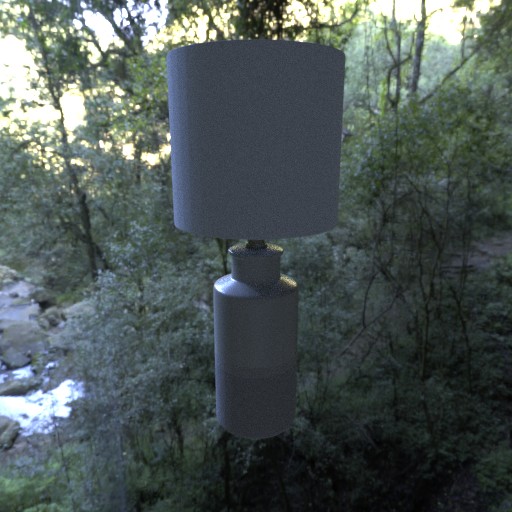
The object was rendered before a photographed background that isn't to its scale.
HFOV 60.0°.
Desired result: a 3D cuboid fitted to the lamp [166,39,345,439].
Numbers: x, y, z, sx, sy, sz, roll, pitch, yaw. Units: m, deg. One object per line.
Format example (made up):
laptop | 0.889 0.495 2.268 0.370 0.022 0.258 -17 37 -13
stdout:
lamp | 0.000 0.000 0.597 0.212 0.493 0.212 -3 15 -10
